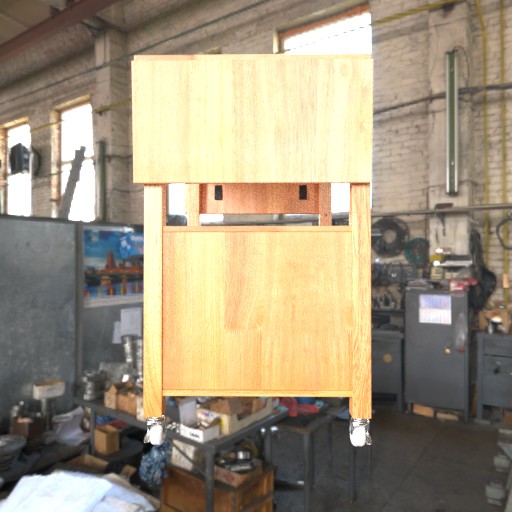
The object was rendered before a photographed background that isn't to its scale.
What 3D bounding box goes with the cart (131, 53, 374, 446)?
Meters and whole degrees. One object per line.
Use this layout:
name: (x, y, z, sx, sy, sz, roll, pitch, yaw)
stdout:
cart: (0.000, 0.000, 1.225, 0.508, 0.838, 0.640, 0, -1, 1)
